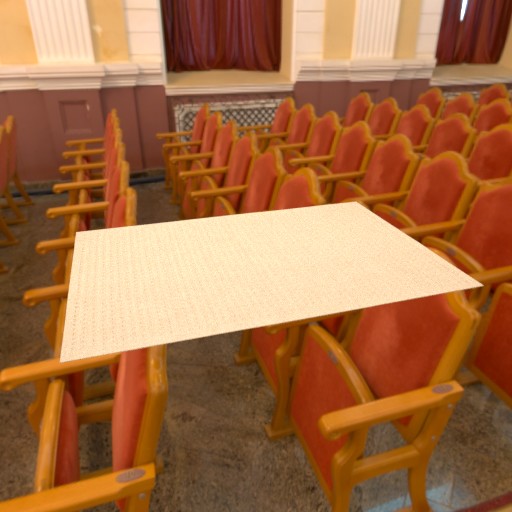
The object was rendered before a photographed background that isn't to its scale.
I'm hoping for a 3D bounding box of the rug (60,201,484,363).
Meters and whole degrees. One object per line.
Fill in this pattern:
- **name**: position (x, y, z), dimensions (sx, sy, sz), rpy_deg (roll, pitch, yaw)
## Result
- **rug**: position (0.000, 0.000, 2.904), dimensions (2.289, 0.006, 1.523), rpy_deg (-8, 27, -15)
